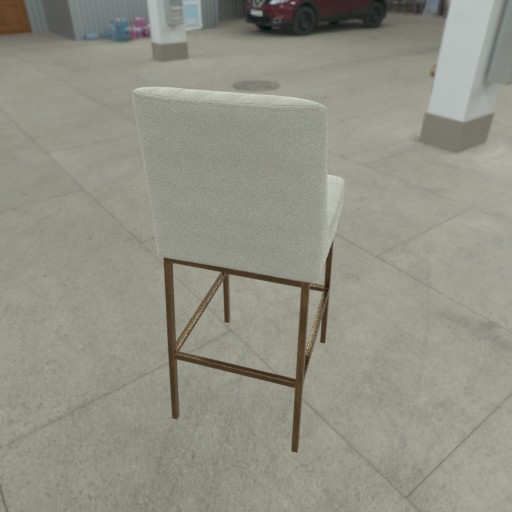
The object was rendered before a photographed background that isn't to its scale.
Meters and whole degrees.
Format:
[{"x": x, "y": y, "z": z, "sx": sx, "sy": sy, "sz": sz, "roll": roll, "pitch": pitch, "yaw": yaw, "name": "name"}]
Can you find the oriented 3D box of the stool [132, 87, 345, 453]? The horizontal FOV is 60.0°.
[{"x": 0.000, "y": 0.000, "z": 1.369, "sx": 0.462, "sy": 1.084, "sz": 0.546, "roll": 10, "pitch": 35, "yaw": 14, "name": "stool"}]
